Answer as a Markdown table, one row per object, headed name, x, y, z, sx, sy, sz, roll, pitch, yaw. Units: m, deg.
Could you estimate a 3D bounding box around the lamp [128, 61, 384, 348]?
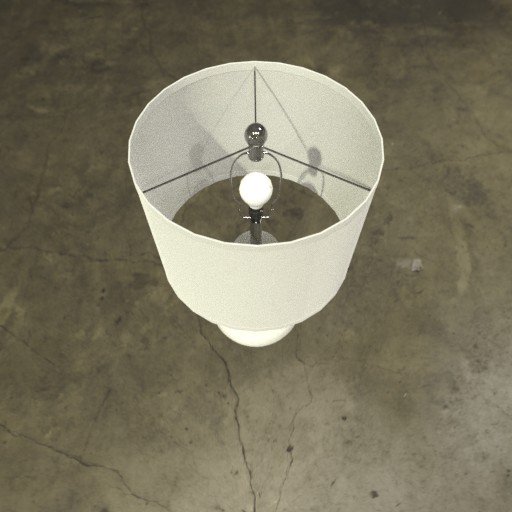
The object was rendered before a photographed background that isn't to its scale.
| name | x | y | z | sx | sy | sz | roll | pitch | yaw |
| --- | --- | --- | --- | --- | --- | --- | --- | --- | --- |
| lamp | 0.000 | 0.000 | 0.885 | 0.357 | 0.673 | 0.357 | -1 | 58 | 0 |
